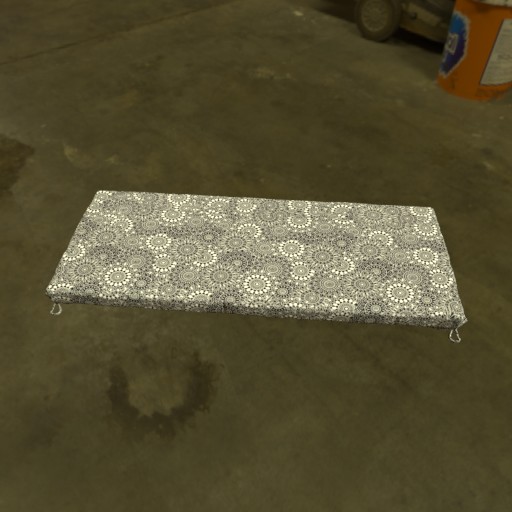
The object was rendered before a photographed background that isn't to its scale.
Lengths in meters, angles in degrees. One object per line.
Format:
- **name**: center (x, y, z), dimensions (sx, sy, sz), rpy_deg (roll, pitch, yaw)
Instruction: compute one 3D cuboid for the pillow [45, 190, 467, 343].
- **pillow**: center (0.000, 0.000, 1.353), dimensions (1.187, 0.081, 0.492), rpy_deg (3, 46, 3)
